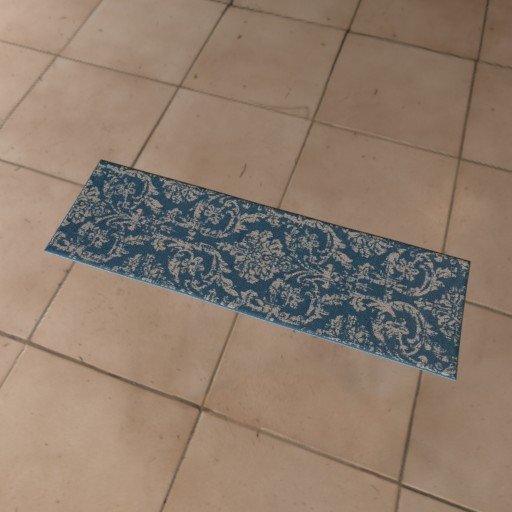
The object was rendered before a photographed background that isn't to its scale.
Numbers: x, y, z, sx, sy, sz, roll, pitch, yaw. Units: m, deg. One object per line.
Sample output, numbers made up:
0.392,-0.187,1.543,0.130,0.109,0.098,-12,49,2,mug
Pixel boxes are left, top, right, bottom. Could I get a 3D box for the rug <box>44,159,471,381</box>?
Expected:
0.000,0.000,2.377,2.196,0.011,0.662,16,64,8,rug
